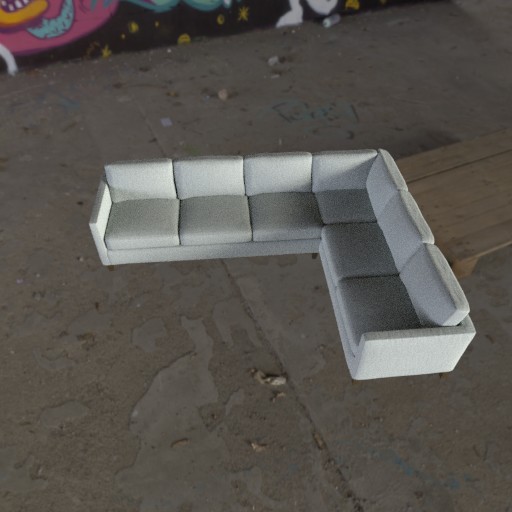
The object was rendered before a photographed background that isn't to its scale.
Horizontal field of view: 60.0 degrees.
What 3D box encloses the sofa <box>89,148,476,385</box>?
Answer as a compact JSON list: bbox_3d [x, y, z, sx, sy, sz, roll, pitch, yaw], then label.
[{"bbox_3d":[0.000,0.000,4.429,3.333,0.934,2.522,-3,46,-3],"label":"sofa"}]
